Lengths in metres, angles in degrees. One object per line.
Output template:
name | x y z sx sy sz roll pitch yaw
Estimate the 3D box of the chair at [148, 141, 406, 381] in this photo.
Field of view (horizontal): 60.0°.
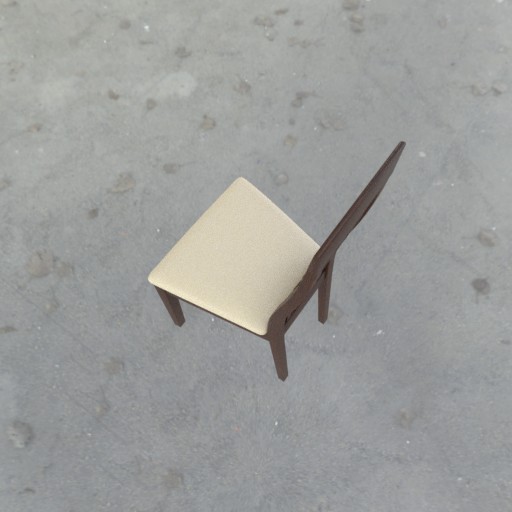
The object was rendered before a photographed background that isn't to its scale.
chair | 0.000 0.000 1.275 0.474 1.027 0.460 33 68 15
